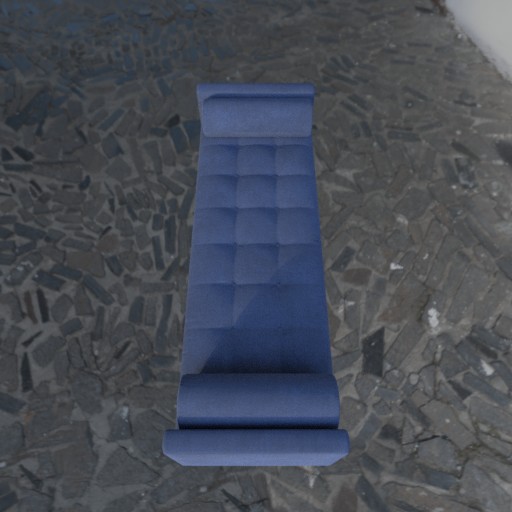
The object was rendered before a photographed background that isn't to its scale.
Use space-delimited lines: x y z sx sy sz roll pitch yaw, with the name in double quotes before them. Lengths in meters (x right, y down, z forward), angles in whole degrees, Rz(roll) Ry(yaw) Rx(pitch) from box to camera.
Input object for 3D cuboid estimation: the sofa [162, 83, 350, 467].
"sofa" 0.000 0.000 2.340 0.686 0.635 1.981 0 60 0
